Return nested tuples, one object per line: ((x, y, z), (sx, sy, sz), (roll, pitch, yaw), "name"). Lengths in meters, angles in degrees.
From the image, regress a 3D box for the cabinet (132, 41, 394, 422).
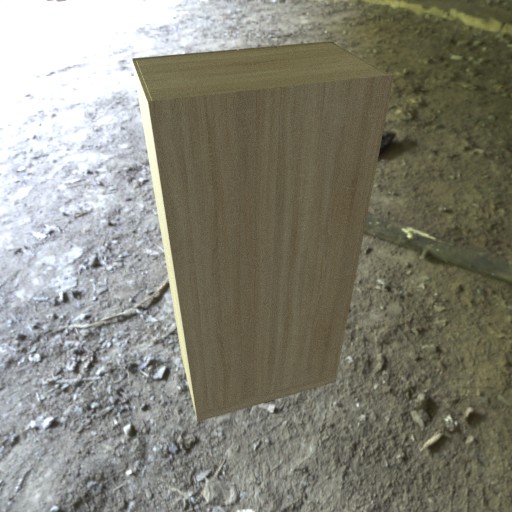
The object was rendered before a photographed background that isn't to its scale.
((0.000, 0.000, 2.581), (1.001, 2.121, 0.590), (-12, 41, -14), "cabinet")
